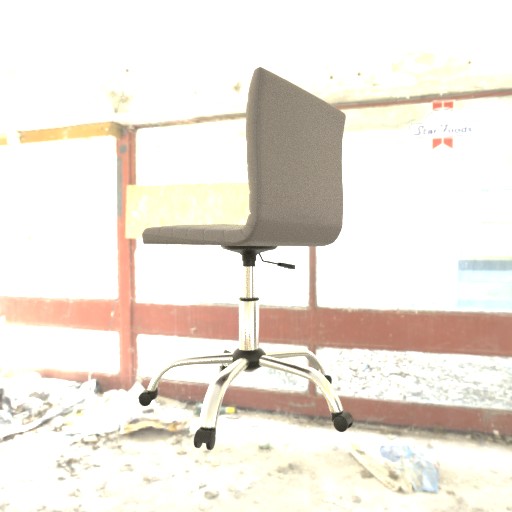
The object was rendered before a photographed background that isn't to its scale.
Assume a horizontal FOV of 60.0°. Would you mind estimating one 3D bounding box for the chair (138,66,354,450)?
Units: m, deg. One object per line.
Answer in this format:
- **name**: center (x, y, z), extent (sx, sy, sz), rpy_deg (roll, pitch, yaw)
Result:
- **chair**: center (0.000, 0.000, 1.142), extent (0.530, 0.780, 0.556), rpy_deg (1, 1, 37)
